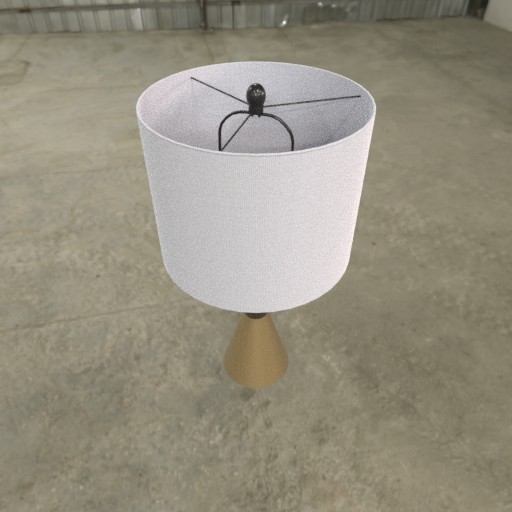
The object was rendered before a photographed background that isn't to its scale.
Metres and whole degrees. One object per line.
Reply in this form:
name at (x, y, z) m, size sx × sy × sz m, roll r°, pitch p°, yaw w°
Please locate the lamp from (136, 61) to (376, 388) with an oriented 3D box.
lamp at (0.000, 0.000, 0.746) m, size 0.304 × 0.573 × 0.304 m, roll 12°, pitch 42°, yaw 13°
